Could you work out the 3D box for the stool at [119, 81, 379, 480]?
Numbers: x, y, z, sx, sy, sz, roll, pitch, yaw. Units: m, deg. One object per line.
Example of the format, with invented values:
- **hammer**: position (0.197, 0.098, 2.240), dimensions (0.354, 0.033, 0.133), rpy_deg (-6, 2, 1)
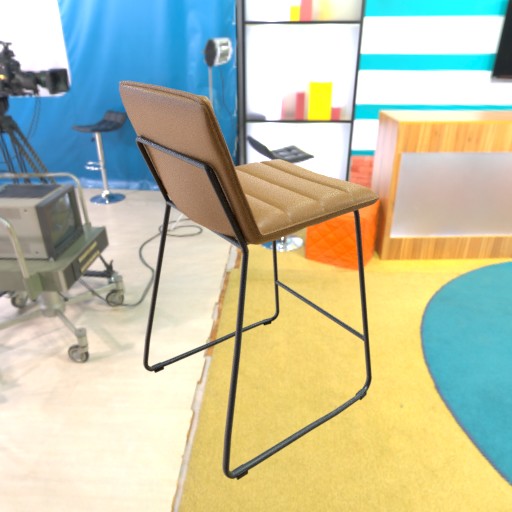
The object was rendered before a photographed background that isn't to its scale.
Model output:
- **stool**: position (0.000, 0.000, 1.164), dimensions (0.524, 0.866, 0.489), rpy_deg (-18, 32, -32)
